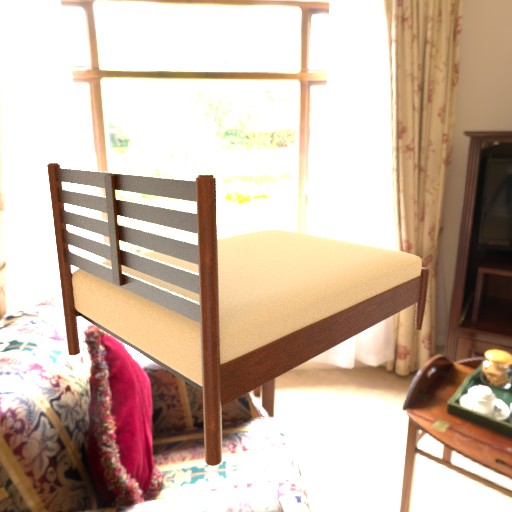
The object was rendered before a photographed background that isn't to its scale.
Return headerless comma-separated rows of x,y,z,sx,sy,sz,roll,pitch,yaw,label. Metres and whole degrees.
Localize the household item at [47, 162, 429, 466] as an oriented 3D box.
0.000,0.000,3.245,2.232,1.356,1.663,-14,20,-43,household item
